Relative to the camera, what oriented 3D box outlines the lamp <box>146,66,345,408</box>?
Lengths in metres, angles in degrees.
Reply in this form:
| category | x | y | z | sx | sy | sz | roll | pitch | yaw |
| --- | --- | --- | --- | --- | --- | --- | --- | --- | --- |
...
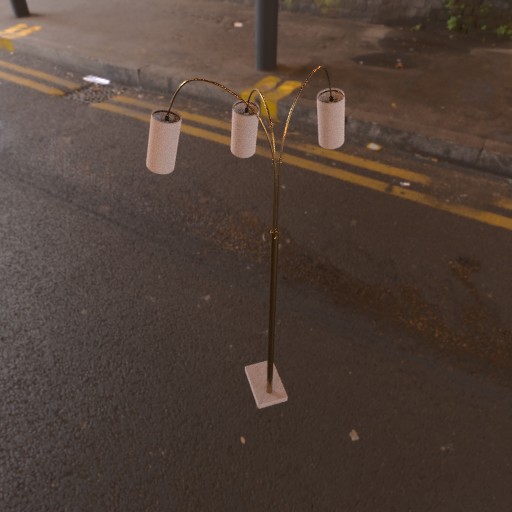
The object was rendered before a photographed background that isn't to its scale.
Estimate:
| category | x | y | z | sx | sy | sz | roll | pitch | yaw |
| --- | --- | --- | --- | --- | --- | --- | --- | --- | --- |
| lamp | 0.000 | 0.000 | 2.521 | 1.020 | 2.055 | 0.667 | -11 | 41 | -13 |
